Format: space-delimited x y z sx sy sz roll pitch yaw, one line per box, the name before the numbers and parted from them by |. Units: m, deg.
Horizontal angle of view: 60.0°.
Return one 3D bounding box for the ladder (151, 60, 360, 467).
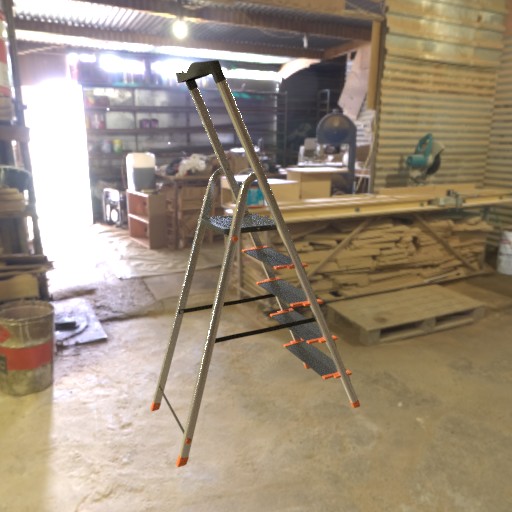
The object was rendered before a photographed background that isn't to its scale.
ladder | 0.000 0.000 2.107 0.995 1.646 0.480 -7 17 -26
